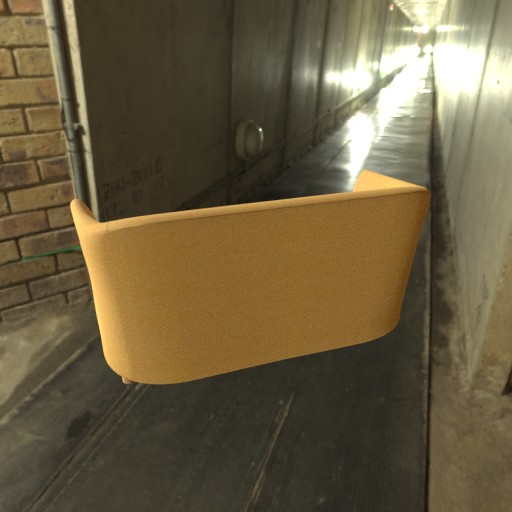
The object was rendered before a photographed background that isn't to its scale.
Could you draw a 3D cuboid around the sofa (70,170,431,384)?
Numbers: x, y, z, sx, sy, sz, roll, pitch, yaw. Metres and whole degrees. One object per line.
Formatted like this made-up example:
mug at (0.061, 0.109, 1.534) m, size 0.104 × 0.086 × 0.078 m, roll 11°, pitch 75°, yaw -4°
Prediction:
sofa at (0.000, 0.000, 1.911) m, size 1.452 × 0.721 × 0.705 m, roll -8°, pitch 28°, yaw -16°
